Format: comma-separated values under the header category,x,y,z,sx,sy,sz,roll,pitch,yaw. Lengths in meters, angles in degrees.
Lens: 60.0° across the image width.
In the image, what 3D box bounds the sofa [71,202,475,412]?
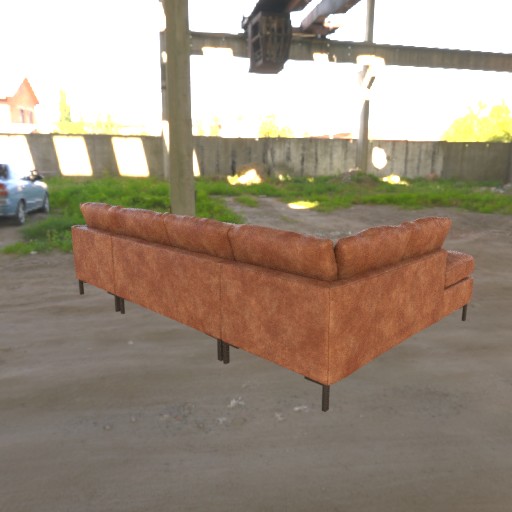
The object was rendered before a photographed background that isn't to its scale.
category,x,y,z,sx,sy,sz,roll,pitch,yaw
sofa,0.000,0.000,3.818,2.956,0.900,1.939,12,17,43
